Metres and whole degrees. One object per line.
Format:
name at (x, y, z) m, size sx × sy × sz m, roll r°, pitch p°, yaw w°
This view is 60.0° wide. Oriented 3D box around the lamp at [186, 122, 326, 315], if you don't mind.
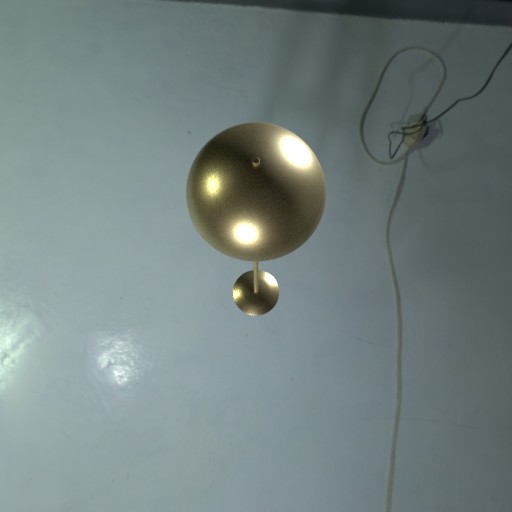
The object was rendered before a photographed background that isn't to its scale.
lamp at (0.000, 0.000, 1.597) m, size 0.328 × 1.480 × 0.328 m, roll 1°, pitch 75°, yaw 0°
